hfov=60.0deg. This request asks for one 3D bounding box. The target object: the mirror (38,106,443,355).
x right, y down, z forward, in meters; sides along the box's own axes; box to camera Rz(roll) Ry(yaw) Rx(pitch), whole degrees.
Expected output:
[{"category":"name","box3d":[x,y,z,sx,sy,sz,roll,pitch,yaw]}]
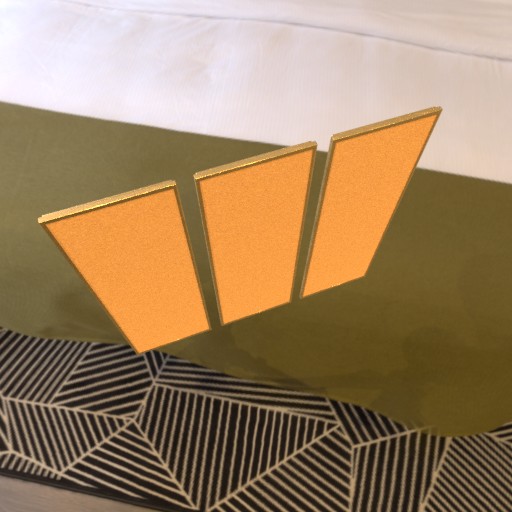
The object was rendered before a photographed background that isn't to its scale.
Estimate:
[{"category":"mirror","box3d":[0.000,0.000,1.452,1.011,0.926,0.023,-18,61,-10]}]
